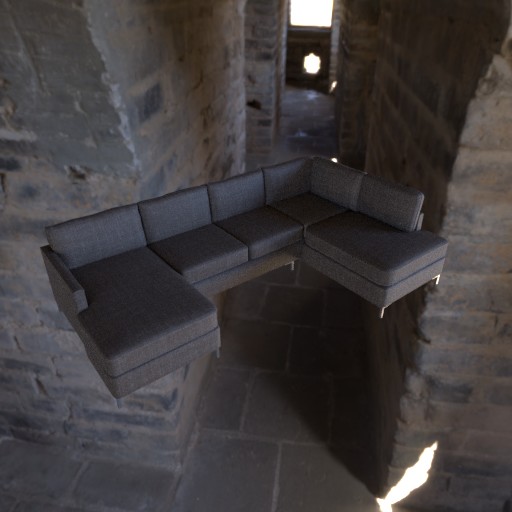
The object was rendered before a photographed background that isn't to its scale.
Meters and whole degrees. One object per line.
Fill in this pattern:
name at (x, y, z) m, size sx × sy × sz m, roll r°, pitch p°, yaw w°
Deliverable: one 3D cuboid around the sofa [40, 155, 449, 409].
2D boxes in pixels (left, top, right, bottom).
sofa at (0.000, 0.000, 4.295) m, size 3.423 × 0.999 × 2.048 m, roll -22°, pitch 37°, yaw -32°
